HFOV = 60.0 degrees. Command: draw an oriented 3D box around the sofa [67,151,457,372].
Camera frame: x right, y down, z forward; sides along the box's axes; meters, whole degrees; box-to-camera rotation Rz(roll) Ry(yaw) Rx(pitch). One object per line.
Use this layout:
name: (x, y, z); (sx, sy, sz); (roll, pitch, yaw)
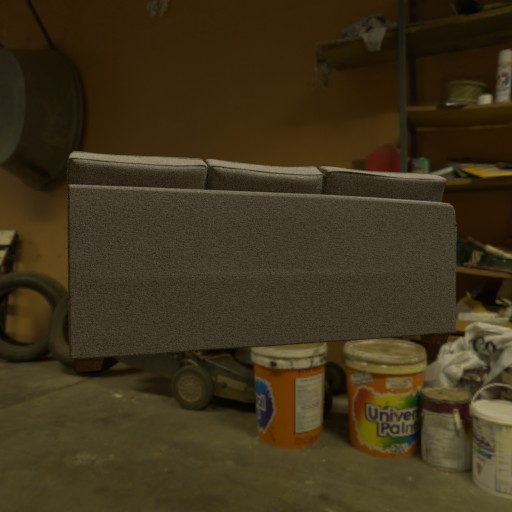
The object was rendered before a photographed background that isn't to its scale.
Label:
sofa: (0.000, 0.000, 2.563); (1.963, 0.946, 1.034); (0, 1, -18)
